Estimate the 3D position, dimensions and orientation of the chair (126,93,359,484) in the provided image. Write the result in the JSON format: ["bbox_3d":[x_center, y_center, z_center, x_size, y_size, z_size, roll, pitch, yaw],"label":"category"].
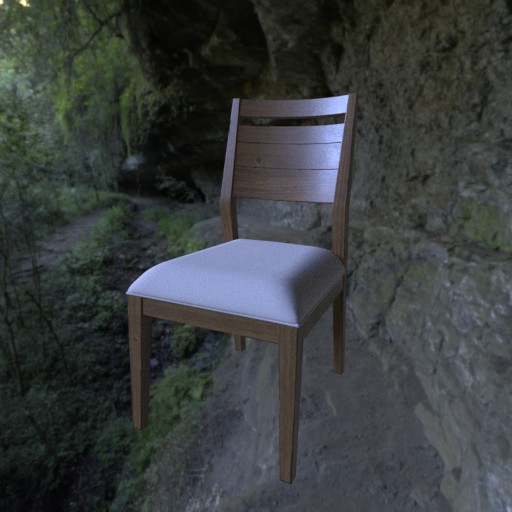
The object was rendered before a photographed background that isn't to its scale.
[{"bbox_3d":[0.000,0.000,1.319,0.497,0.939,0.610,7,17,25],"label":"chair"}]
